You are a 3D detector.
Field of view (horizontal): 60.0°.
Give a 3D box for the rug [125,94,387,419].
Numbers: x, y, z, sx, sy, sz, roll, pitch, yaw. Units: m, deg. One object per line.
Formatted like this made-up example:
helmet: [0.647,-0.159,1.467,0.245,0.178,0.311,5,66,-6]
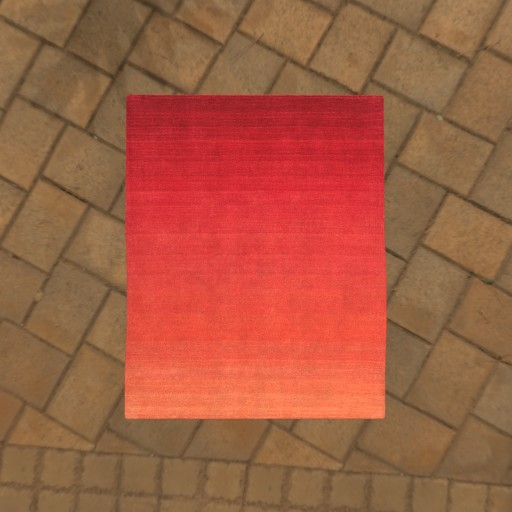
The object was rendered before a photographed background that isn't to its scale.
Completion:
rug: [0.000,0.000,3.970,2.340,0.028,2.905,0,89,0]
